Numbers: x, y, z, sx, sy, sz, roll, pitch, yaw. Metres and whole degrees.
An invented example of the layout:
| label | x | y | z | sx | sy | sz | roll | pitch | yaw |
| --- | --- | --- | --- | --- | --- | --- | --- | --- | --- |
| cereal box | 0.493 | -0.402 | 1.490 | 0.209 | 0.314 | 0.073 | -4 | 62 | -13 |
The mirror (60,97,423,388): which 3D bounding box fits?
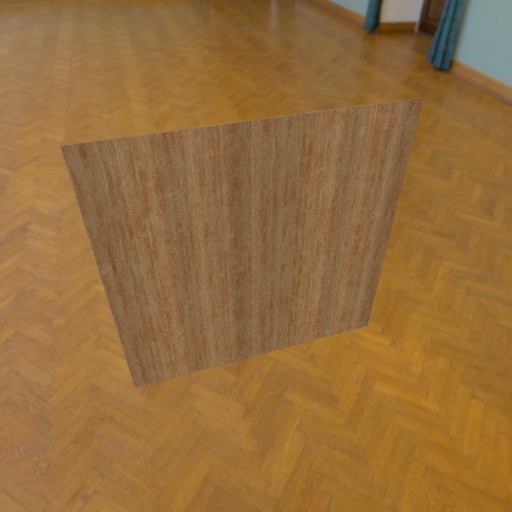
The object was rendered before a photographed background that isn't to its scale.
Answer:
| label | x | y | z | sx | sy | sz | roll | pitch | yaw |
| --- | --- | --- | --- | --- | --- | --- | --- | --- | --- |
| mirror | 0.000 | 0.000 | 0.986 | 0.651 | 0.651 | 0.047 | -12 | 42 | -14 |
